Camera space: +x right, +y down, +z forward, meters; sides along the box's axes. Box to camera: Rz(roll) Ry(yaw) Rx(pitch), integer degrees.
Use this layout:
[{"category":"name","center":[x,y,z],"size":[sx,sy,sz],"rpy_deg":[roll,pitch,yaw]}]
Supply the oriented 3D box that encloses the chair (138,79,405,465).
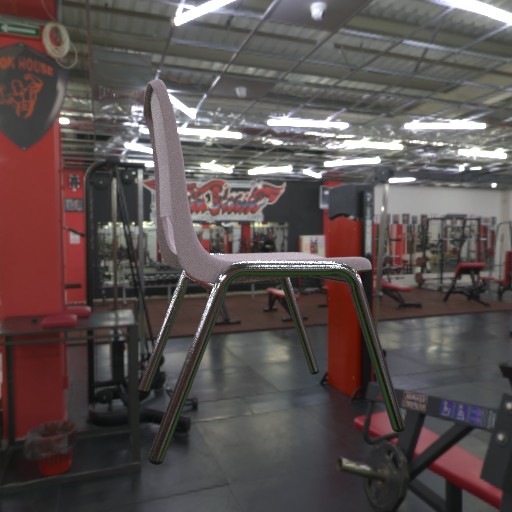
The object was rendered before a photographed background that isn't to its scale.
[{"category":"chair","center":[0.000,0.000,0.838],"size":[0.423,0.586,0.354],"rpy_deg":[-1,2,-18]}]
